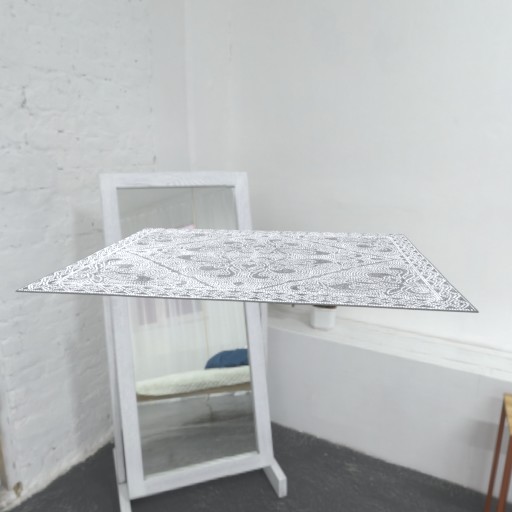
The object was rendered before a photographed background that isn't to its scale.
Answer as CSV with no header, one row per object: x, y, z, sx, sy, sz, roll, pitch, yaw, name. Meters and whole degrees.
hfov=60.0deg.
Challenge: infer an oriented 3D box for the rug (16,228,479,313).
0.000,0.000,4.019,3.048,0.012,2.438,2,14,8,rug
